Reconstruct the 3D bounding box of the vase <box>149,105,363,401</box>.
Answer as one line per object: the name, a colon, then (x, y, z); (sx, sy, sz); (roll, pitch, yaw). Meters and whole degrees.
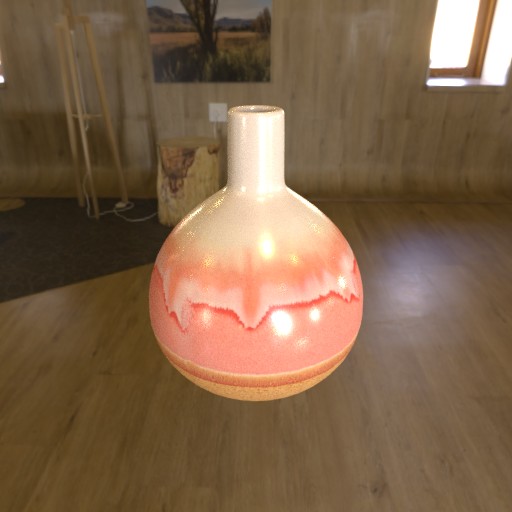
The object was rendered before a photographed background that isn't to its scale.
vase: (0.000, 0.000, 0.277); (0.137, 0.176, 0.137); (0, 26, 0)
